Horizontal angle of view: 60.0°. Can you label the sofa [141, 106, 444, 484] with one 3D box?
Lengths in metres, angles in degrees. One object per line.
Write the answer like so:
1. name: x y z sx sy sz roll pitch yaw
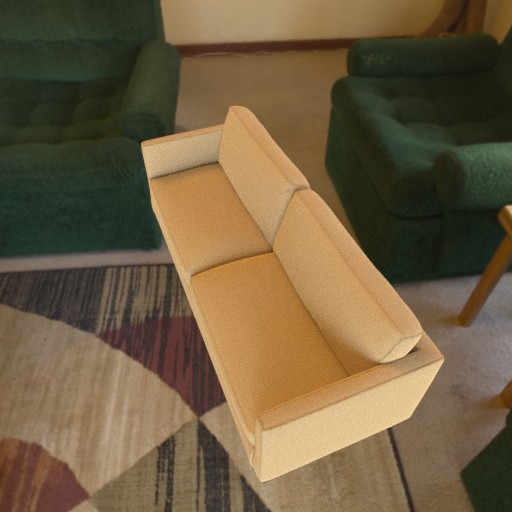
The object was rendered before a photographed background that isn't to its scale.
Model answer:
1. sofa: 0.000 0.000 2.848 0.951 0.968 2.361 -17 49 -15
